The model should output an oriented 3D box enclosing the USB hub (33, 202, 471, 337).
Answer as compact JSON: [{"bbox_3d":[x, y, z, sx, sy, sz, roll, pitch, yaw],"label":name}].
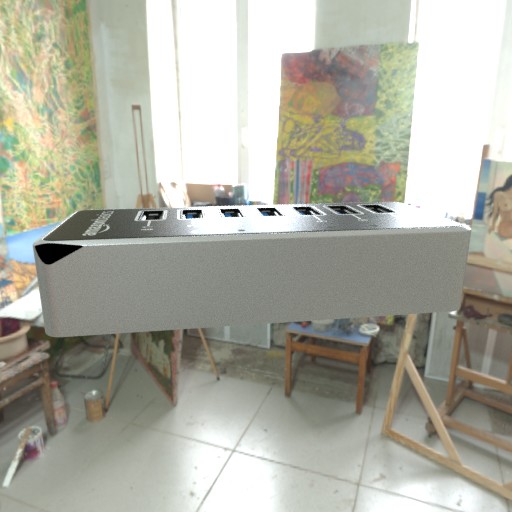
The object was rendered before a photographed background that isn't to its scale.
[{"bbox_3d":[0.000,0.000,0.130,0.110,0.023,0.044,-2,16,-8],"label":"USB hub"}]
